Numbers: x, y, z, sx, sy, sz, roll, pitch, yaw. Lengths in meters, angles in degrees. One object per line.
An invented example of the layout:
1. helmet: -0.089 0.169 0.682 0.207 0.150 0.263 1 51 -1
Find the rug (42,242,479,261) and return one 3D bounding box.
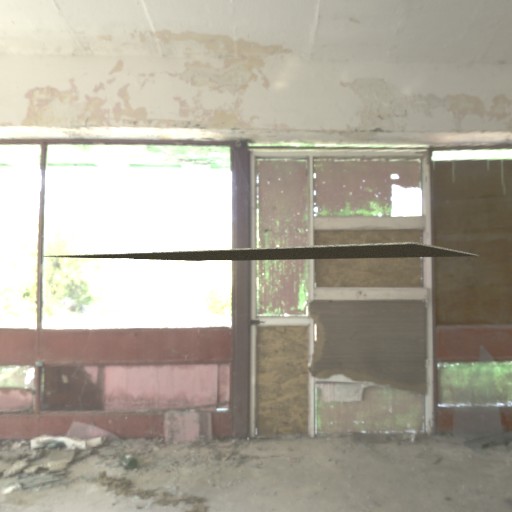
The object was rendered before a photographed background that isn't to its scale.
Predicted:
1. rug: 0.000 0.000 2.918 2.441 0.008 1.526 -1 -3 35
